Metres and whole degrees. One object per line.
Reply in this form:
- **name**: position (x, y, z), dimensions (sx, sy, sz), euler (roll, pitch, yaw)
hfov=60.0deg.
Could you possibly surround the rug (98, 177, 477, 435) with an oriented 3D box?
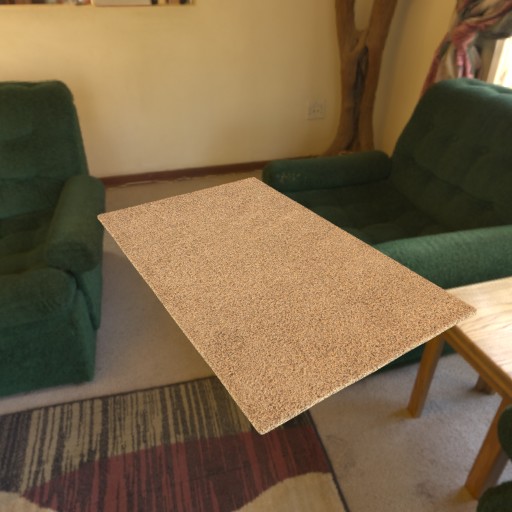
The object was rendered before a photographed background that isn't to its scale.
- **rug**: position (0.000, 0.000, 3.106), dimensions (1.524, 0.030, 2.438), euler (-19, 37, -27)
